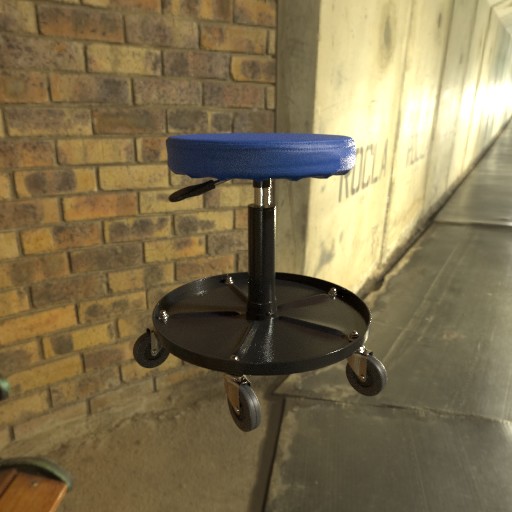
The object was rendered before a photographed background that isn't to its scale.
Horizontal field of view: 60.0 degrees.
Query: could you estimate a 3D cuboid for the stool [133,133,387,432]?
[{"bbox_3d":[0.000,0.000,0.696,0.382,0.365,0.381,-9,19,-26],"label":"stool"}]
